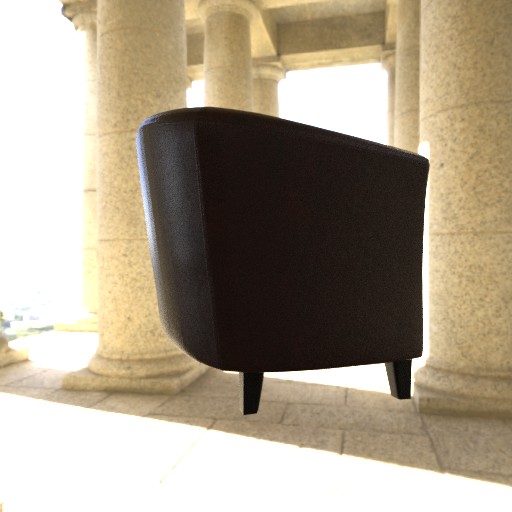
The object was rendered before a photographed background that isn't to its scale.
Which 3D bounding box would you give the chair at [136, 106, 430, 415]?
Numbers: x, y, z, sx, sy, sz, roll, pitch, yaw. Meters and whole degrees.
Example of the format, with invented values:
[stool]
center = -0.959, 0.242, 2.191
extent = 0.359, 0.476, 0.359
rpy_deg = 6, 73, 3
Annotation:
[chair]
center = 0.000, 0.000, 1.394
extent = 0.727, 0.756, 0.792
rpy_deg = 0, 0, -16
